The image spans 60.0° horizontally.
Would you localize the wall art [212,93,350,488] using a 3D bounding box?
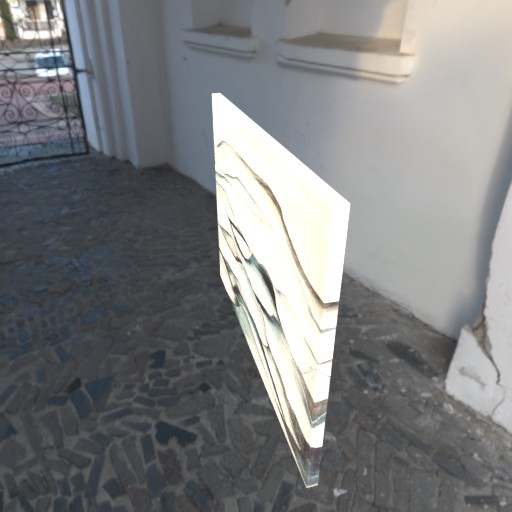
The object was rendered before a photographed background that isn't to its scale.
[{"bbox_3d":[0.000,0.000,1.601,0.039,0.915,1.219,-8,31,-14],"label":"wall art"}]
